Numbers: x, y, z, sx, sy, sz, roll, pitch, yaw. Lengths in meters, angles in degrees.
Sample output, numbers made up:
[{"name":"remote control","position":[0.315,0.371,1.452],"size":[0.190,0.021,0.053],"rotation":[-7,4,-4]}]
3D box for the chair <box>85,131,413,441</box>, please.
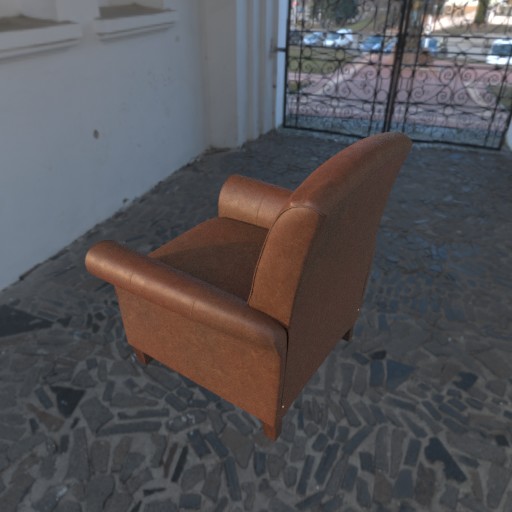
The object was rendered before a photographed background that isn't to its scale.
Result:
[{"name":"chair","position":[0.000,0.000,1.807],"size":[0.902,1.061,0.978],"rotation":[20,37,29]}]
